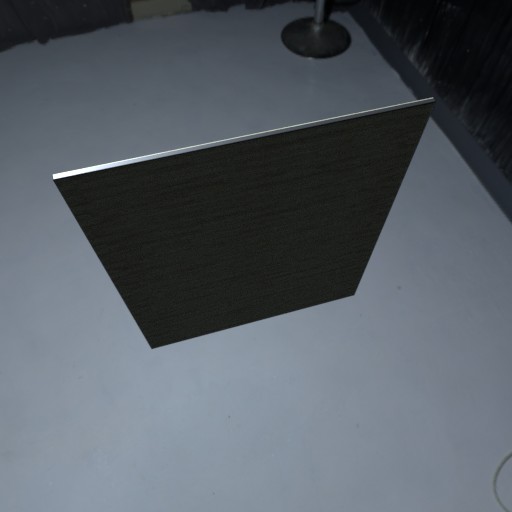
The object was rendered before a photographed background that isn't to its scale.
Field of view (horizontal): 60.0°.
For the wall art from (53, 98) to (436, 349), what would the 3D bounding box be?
[{"bbox_3d":[0.000,0.000,0.778,0.483,0.559,0.009,-14,59,-8],"label":"wall art"}]
